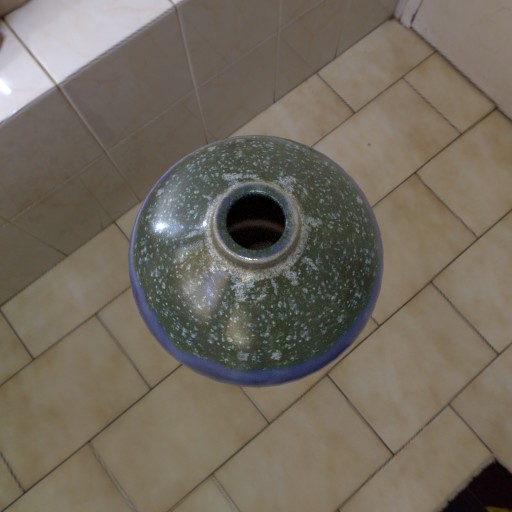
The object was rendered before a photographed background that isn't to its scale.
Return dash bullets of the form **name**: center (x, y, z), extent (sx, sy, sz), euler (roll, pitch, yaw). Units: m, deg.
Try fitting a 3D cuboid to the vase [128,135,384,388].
- **vase**: center (0.000, 0.000, 0.268), extent (0.154, 0.133, 0.154), euler (0, 76, 0)
